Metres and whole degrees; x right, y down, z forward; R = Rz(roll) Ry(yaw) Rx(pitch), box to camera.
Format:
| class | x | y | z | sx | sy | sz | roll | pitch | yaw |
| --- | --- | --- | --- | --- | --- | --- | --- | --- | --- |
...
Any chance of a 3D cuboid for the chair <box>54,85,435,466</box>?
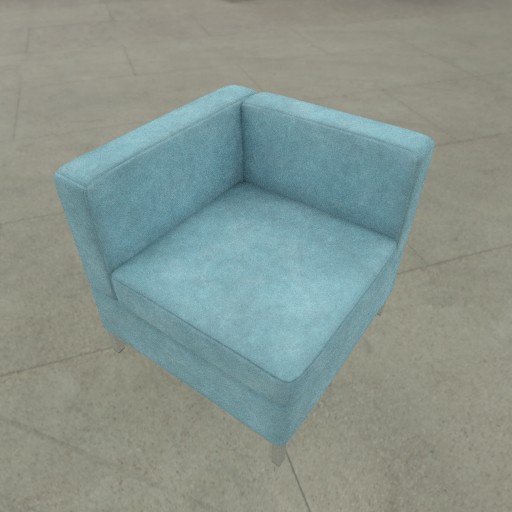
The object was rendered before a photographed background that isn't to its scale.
| class | x | y | z | sx | sy | sz | roll | pitch | yaw |
| --- | --- | --- | --- | --- | --- | --- | --- | --- | --- |
| chair | 0.000 | 0.000 | 1.247 | 0.684 | 0.660 | 0.691 | 25 | 47 | 26 |
